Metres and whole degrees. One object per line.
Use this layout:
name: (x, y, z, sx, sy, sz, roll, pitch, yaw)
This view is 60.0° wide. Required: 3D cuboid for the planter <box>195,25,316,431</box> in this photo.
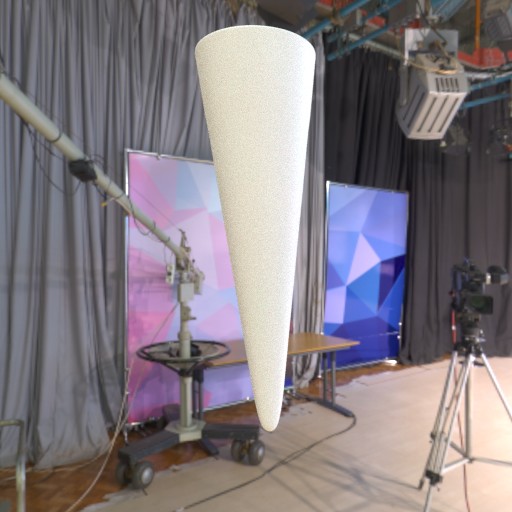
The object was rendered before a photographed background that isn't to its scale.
planter: (0.000, 0.000, 0.218, 0.057, 0.193, 0.064, 1, 2, 18)
